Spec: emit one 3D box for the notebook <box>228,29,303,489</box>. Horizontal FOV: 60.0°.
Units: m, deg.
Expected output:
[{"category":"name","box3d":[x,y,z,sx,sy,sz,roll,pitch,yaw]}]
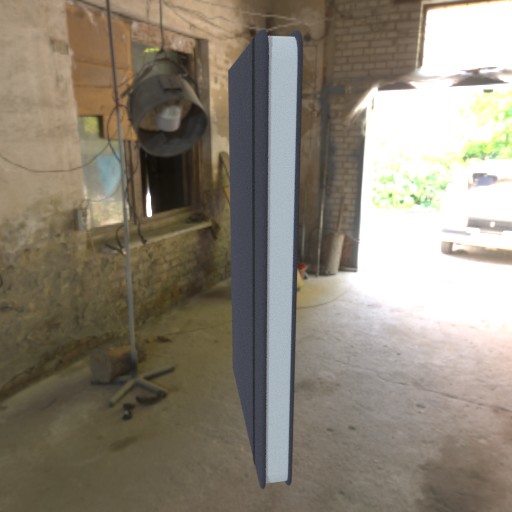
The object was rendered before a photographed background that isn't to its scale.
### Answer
[{"category":"notebook","box3d":[0.000,0.000,0.253,0.016,0.213,0.127,-3,16,-9]}]
